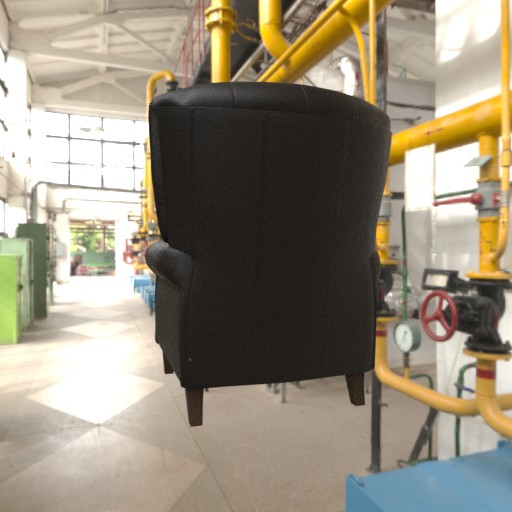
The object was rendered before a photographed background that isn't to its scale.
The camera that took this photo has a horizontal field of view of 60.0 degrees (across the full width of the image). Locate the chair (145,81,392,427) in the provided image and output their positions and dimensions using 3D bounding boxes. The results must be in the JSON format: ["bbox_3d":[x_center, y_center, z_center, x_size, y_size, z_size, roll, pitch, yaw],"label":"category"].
[{"bbox_3d":[0.000,0.000,1.896,0.948,1.158,1.058,0,0,-19],"label":"chair"}]
